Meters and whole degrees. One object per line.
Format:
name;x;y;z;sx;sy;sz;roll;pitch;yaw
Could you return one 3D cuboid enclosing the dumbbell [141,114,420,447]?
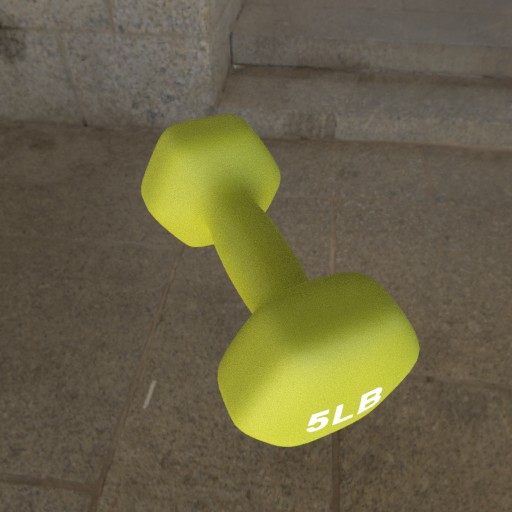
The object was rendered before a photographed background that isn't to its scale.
dumbbell;0.000;0.000;0.210;0.080;0.072;0.164;-16;48;-16
